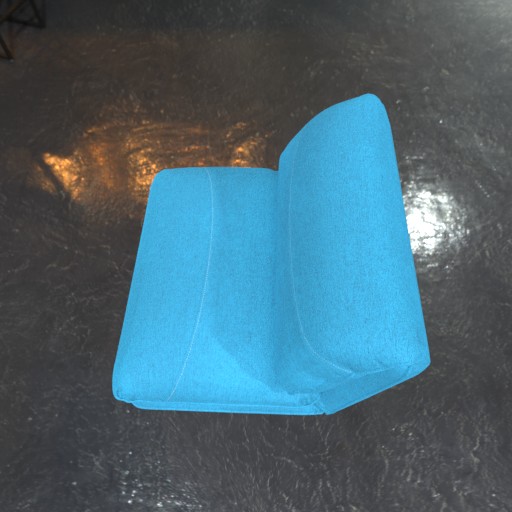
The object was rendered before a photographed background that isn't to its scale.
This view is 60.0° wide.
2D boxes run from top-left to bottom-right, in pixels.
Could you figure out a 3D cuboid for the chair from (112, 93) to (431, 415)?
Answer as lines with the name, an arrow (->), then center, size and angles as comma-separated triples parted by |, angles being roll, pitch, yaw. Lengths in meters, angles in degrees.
chair -> 0.000, 0.000, 1.306 | 0.780, 0.580, 0.820 | 2, 59, 1
